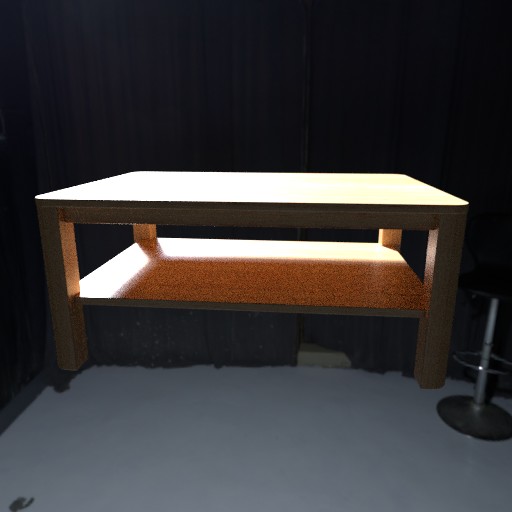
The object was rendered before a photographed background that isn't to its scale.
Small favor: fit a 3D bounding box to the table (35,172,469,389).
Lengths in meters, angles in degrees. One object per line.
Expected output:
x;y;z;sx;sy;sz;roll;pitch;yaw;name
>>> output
0.000;0.000;1.374;0.997;0.445;0.696;2;16;5;table
